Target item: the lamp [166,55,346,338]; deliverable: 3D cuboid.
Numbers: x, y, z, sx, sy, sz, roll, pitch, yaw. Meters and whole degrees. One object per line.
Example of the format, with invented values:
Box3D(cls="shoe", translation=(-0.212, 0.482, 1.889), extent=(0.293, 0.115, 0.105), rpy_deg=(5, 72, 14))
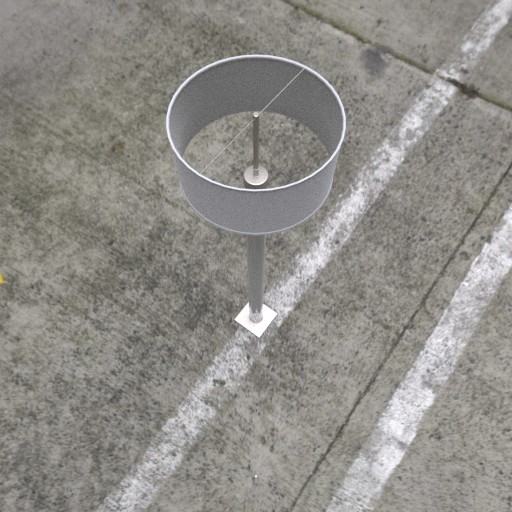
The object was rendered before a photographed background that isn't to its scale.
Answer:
Box3D(cls="lamp", translation=(0.000, 0.000, 1.685), extent=(0.420, 1.475, 0.420), rpy_deg=(34, 68, 15))
